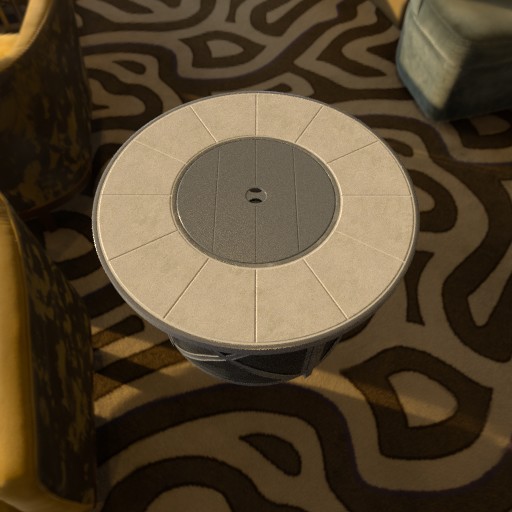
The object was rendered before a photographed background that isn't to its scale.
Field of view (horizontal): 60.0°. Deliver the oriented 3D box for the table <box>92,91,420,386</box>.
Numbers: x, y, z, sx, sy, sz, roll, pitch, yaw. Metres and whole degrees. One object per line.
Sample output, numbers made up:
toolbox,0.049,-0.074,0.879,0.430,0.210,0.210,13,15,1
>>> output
table,0.000,0.000,1.536,0.914,0.650,0.914,0,58,0
